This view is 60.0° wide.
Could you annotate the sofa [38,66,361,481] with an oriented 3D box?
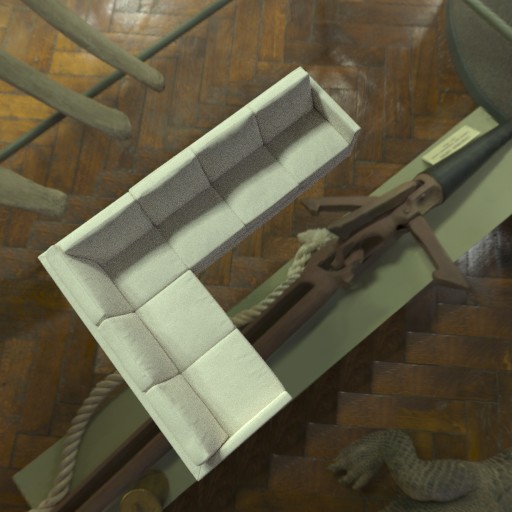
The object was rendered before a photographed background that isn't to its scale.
[{"bbox_3d":[0.000,0.000,4.273,3.182,0.863,2.432,-38,79,-9],"label":"sofa"}]
